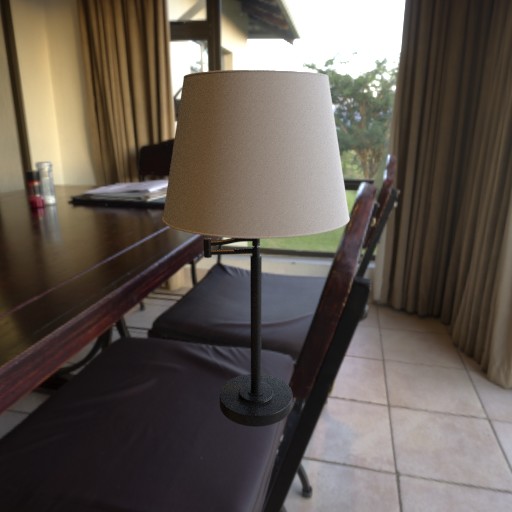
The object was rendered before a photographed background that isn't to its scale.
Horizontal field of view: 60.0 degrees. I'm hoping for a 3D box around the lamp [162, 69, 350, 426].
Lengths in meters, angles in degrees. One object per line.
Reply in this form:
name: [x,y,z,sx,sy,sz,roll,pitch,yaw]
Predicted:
lamp: [0.000,0.000,0.902,0.363,0.696,0.363,0,17,0]
